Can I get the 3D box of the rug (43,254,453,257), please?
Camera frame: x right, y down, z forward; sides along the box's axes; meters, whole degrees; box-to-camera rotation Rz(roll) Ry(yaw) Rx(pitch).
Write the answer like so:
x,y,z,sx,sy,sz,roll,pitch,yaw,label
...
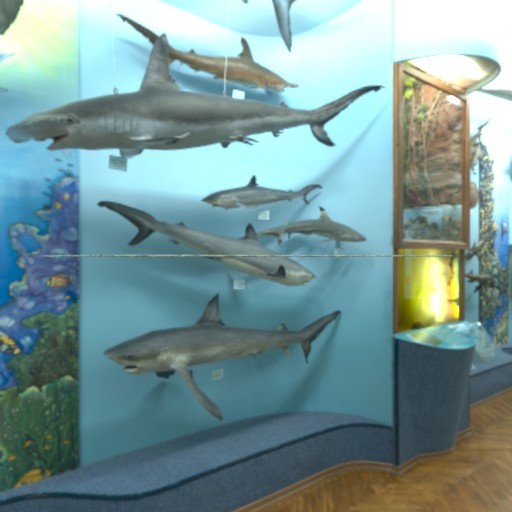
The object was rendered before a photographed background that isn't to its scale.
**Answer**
x,y,z,sx,sy,sz,roll,pitch,yaw,label
0.000,0.000,2.093,1.652,0.006,1.035,0,0,-37,rug
